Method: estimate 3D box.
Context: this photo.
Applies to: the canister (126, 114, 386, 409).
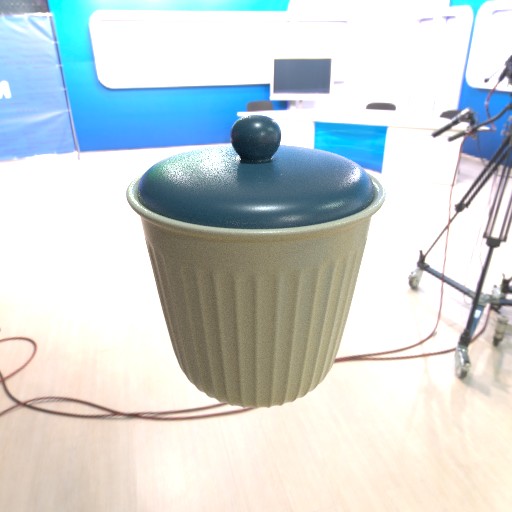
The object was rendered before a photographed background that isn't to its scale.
[{"bbox_3d":[0.000,0.000,0.344,0.181,0.211,0.181,0,26,0],"label":"canister"}]
